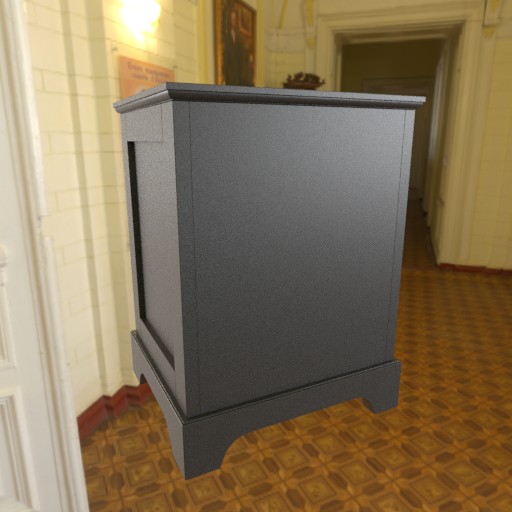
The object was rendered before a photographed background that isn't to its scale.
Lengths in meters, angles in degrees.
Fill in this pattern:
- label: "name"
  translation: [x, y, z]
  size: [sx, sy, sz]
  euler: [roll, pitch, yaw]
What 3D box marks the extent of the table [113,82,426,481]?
- label: "table"
  translation: [0.000, 0.000, 0.916]
  size: [0.460, 0.610, 0.399]
  euler: [-7, 16, -26]
